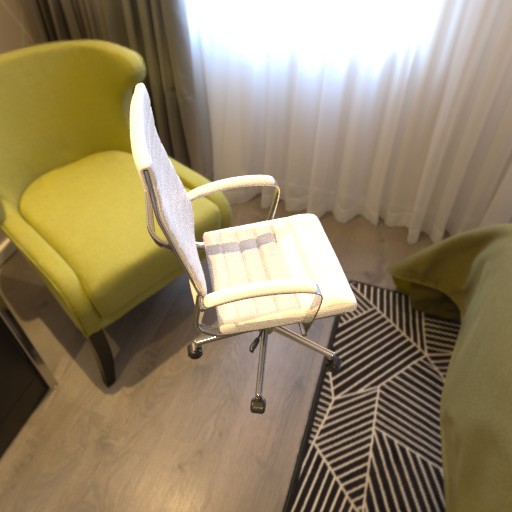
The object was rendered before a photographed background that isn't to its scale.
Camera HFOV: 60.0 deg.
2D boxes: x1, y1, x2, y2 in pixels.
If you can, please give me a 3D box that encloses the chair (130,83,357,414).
[{"bbox_3d":[0.000,0.000,1.599,0.679,1.149,0.679,-9,47,-8],"label":"chair"}]
